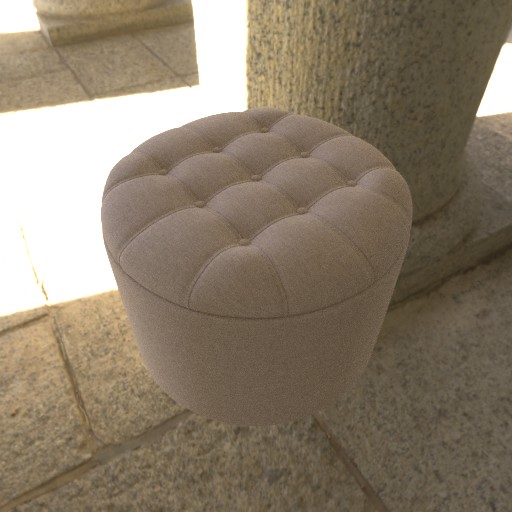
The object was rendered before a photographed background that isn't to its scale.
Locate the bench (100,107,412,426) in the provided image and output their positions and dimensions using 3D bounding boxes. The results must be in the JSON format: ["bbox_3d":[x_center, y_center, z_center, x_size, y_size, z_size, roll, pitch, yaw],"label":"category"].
[{"bbox_3d":[0.000,0.000,0.987,0.600,0.454,0.600,0,45,0],"label":"bench"}]
